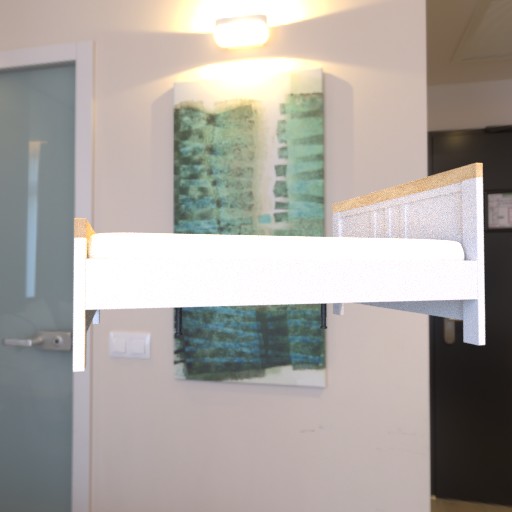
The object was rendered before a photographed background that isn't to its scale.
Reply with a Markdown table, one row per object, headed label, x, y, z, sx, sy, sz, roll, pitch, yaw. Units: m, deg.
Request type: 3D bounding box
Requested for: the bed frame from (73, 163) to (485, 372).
| label | x | y | z | sx | sy | sz | roll | pitch | yaw |
| --- | --- | --- | --- | --- | --- | --- | --- | --- | --- |
| bed frame | 0.000 | 0.000 | 2.872 | 2.050 | 0.980 | 1.670 | 0 | -1 | -17 |
